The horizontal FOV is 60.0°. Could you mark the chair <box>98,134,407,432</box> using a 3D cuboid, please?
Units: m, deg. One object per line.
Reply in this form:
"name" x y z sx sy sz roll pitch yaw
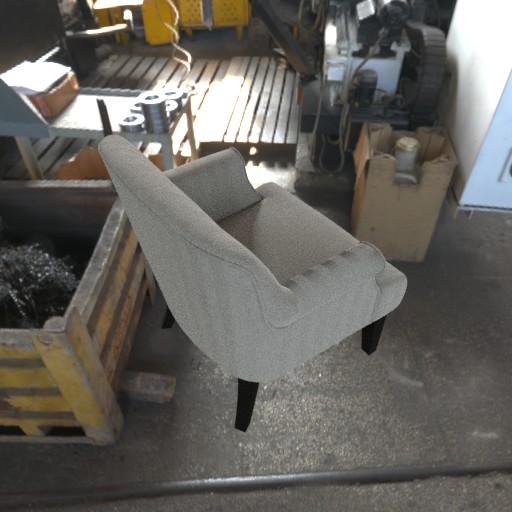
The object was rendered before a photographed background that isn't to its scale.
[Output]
"chair" 0.000 0.000 1.483 0.755 0.880 0.772 -27 49 -26
